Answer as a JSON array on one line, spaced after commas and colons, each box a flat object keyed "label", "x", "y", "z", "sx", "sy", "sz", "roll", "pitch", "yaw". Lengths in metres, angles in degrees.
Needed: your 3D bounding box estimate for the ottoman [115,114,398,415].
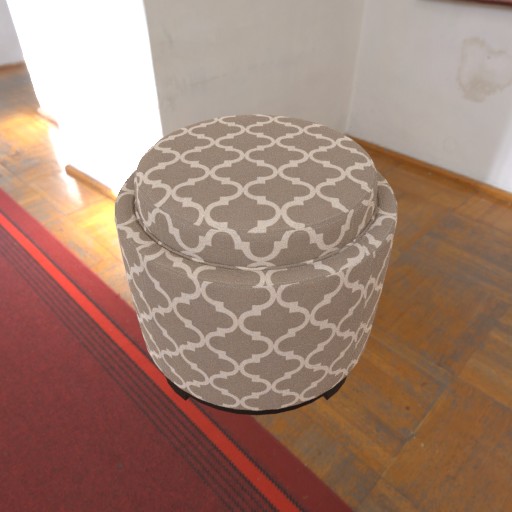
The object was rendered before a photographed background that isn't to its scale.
[{"label": "ottoman", "x": 0.000, "y": 0.000, "z": 0.849, "sx": 0.480, "sy": 0.429, "sz": 0.480, "roll": 0, "pitch": 40, "yaw": 0}]
